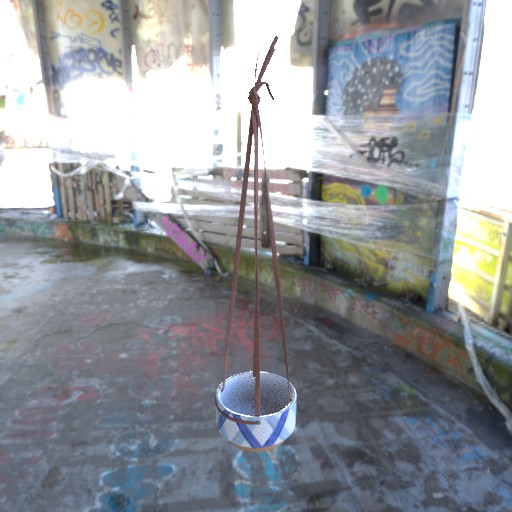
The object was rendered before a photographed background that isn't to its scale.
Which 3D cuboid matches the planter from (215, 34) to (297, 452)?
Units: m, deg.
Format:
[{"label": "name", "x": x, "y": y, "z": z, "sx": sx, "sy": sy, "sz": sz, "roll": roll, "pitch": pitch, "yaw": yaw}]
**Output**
[{"label": "planter", "x": 0.000, "y": 0.000, "z": 0.812, "sx": 0.166, "sy": 0.751, "sz": 0.166, "roll": -2, "pitch": 17, "yaw": -8}]
